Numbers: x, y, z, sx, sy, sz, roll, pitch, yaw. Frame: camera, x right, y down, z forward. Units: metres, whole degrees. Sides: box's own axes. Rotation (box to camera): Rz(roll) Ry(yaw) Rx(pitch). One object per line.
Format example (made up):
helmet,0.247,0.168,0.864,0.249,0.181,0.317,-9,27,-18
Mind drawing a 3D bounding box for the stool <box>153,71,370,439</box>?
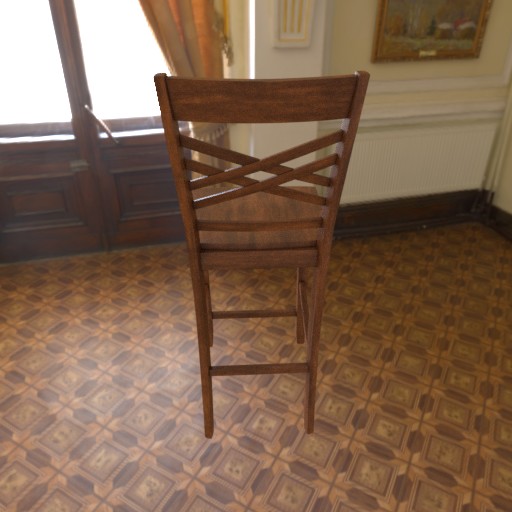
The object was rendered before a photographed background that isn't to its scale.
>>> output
stool,0.000,0.000,1.343,0.426,1.098,0.504,-2,30,-3
